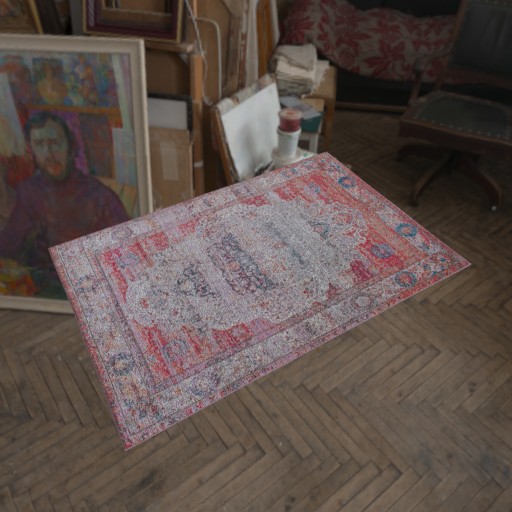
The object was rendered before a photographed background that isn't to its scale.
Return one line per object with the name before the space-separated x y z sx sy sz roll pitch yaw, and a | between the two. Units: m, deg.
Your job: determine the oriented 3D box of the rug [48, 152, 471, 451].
rug | 0.000 0.000 2.297 1.829 0.006 1.219 -23 50 -21
